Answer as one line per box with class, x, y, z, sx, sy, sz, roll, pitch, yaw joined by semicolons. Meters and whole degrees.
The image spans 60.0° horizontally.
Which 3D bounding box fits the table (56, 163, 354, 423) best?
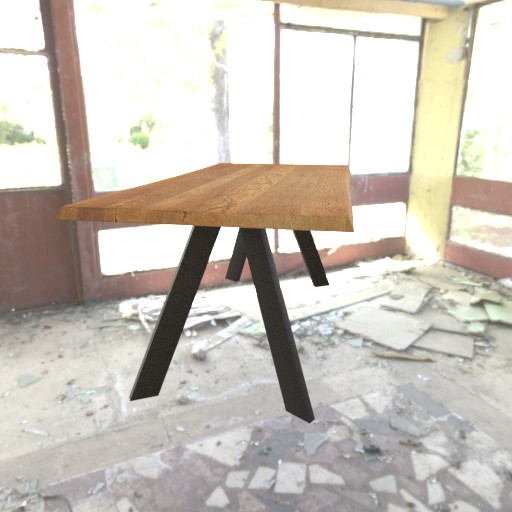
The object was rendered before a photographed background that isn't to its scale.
table;0.000;0.000;2.216;0.900;0.770;1.800;3;16;11
